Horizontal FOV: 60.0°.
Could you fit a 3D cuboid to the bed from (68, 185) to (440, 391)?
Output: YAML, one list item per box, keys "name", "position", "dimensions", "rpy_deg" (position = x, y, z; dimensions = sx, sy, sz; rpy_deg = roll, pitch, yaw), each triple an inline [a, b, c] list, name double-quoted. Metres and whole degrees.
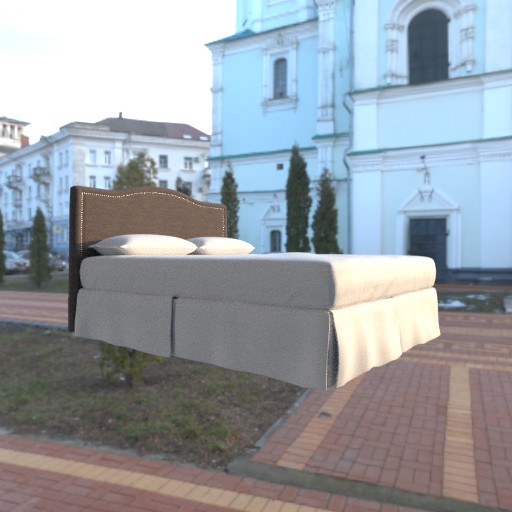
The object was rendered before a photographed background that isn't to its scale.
- name: "bed"
  position: [0.000, 0.000, 3.987]
  dimensions: [2.689, 1.457, 2.161]
  rpy_deg: [0, 1, 37]
